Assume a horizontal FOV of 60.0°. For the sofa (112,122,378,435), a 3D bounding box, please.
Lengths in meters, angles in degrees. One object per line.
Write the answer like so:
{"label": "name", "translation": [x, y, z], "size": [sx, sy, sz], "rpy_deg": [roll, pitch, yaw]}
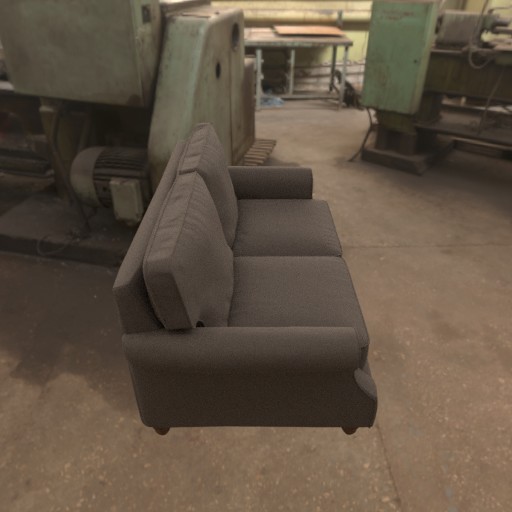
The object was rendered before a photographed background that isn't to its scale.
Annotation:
{"label": "sofa", "translation": [0.000, 0.000, 2.236], "size": [0.964, 0.937, 1.665], "rpy_deg": [0, 33, 0]}
